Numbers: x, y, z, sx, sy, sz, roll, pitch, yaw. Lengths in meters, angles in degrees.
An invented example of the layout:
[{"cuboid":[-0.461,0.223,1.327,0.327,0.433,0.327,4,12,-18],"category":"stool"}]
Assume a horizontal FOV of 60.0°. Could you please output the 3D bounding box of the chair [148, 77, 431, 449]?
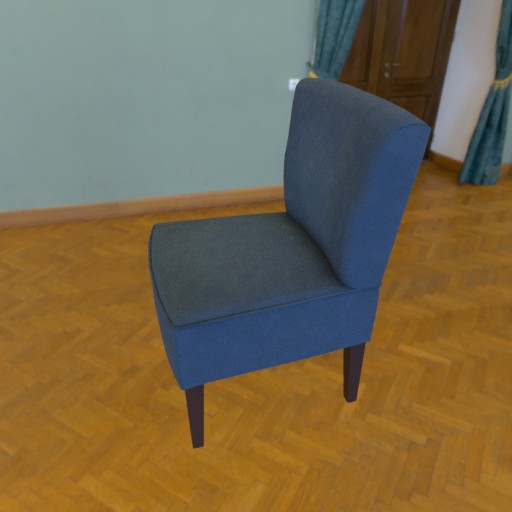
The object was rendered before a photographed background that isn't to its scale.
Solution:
[{"cuboid":[0.000,0.000,1.167,0.551,0.806,0.521,-8,32,-13],"category":"chair"}]
